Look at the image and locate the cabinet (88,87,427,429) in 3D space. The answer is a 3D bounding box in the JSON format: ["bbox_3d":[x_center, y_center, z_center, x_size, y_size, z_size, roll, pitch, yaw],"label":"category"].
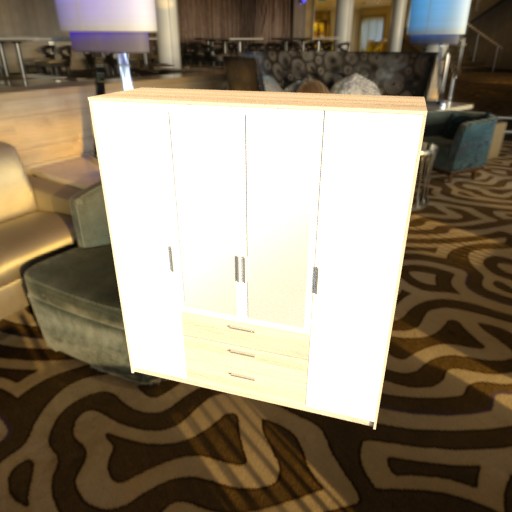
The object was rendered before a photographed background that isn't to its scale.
[{"bbox_3d":[0.000,0.000,3.035,1.870,2.060,0.620,8,27,16],"label":"cabinet"}]
